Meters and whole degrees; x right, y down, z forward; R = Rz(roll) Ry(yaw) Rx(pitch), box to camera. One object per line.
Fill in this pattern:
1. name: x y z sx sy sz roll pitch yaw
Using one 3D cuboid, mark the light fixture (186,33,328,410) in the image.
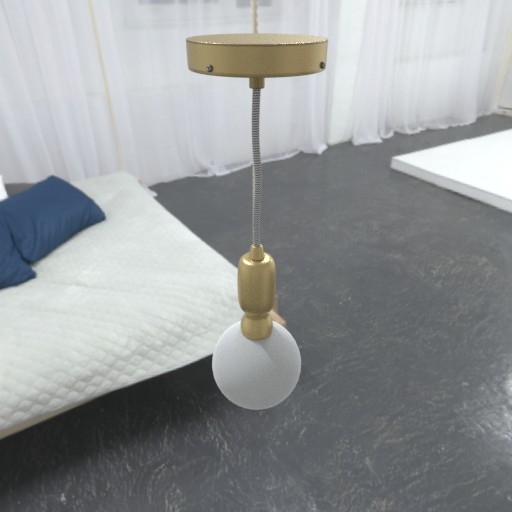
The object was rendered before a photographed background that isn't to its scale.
1. light fixture: 0.000 0.000 0.577 0.147 0.510 0.146 21 36 32
